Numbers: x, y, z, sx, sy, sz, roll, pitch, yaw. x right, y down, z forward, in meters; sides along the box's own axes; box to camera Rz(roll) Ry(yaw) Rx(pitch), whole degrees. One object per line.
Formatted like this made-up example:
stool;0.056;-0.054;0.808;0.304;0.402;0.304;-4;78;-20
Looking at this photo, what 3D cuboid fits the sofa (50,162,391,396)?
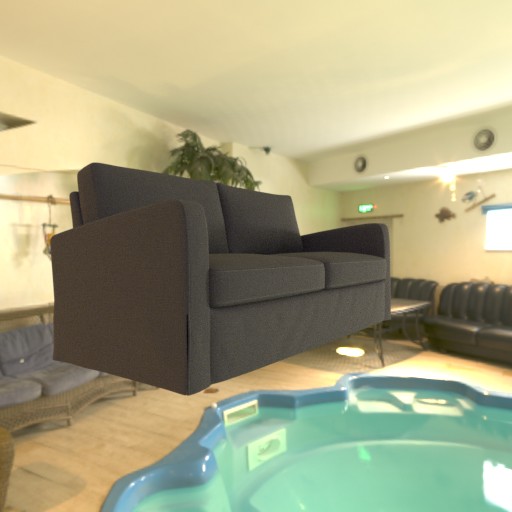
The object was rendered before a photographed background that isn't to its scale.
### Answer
sofa;0.000;0.000;2.355;0.898;0.839;1.852;1;1;36
